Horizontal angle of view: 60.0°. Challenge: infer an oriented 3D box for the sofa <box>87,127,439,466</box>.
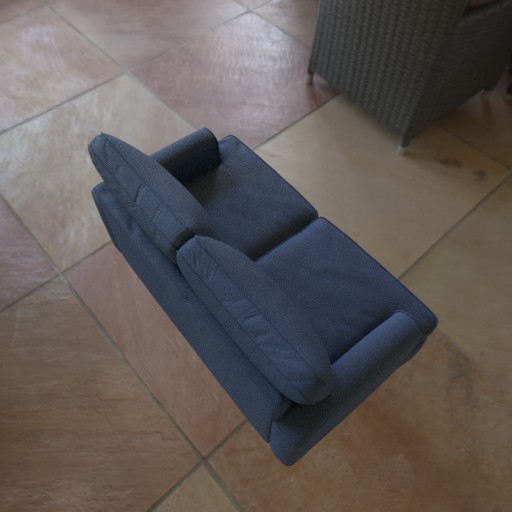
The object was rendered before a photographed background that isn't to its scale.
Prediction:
[{"bbox_3d":[0.000,0.000,2.222,0.965,0.965,1.651,-34,63,-20],"label":"sofa"}]
